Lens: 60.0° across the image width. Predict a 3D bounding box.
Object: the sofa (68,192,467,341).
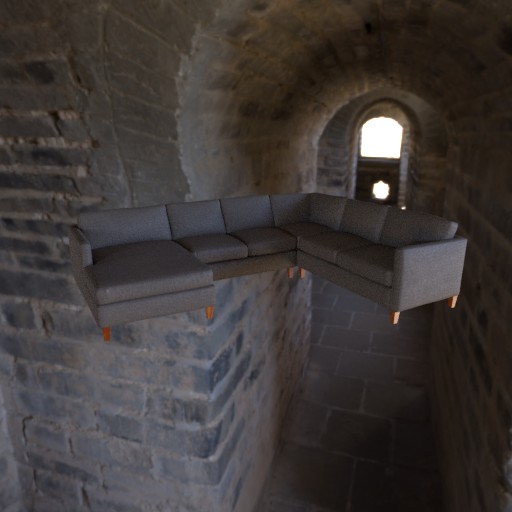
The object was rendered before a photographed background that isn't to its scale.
[{"bbox_3d":[0.000,0.000,4.759,3.460,0.961,2.594,-9,18,-28],"label":"sofa"}]
